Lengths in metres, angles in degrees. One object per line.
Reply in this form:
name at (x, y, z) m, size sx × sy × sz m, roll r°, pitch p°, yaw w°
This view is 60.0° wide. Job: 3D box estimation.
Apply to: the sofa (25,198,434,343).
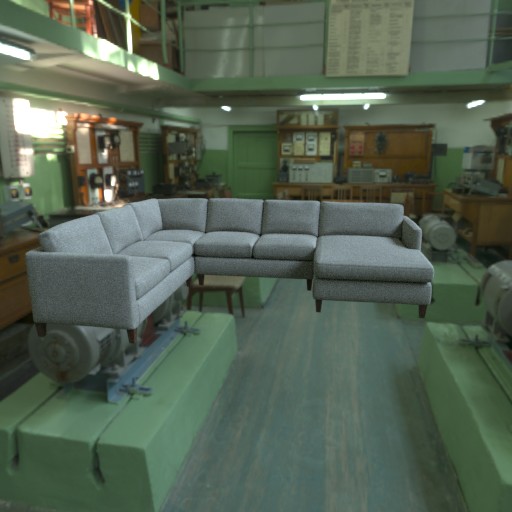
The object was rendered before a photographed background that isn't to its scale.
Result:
sofa at (0.000, 0.000, 4.611) m, size 3.460 × 0.959 × 2.593 m, roll 2°, pitch 14°, yaw 9°
